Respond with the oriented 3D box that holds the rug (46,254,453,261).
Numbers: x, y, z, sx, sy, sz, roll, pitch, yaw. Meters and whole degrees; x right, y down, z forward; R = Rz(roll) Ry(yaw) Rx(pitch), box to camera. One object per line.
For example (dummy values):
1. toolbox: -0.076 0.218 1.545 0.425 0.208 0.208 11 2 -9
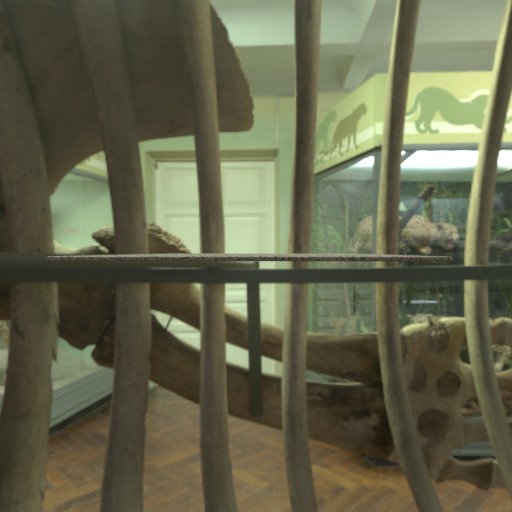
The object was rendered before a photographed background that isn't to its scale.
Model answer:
1. rug: 0.000 0.000 4.147 2.438 0.029 3.047 0 1 2
